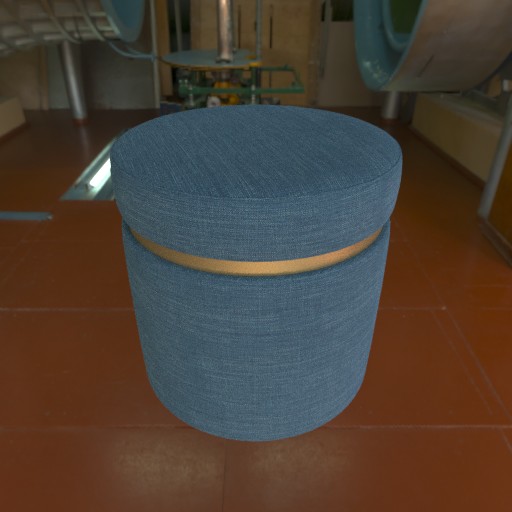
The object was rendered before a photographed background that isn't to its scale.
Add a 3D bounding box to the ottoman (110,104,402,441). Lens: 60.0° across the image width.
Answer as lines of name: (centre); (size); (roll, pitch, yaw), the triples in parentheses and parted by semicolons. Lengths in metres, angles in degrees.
ottoman: (0.000, 0.000, 0.711); (0.398, 0.406, 0.398); (0, 32, 0)
